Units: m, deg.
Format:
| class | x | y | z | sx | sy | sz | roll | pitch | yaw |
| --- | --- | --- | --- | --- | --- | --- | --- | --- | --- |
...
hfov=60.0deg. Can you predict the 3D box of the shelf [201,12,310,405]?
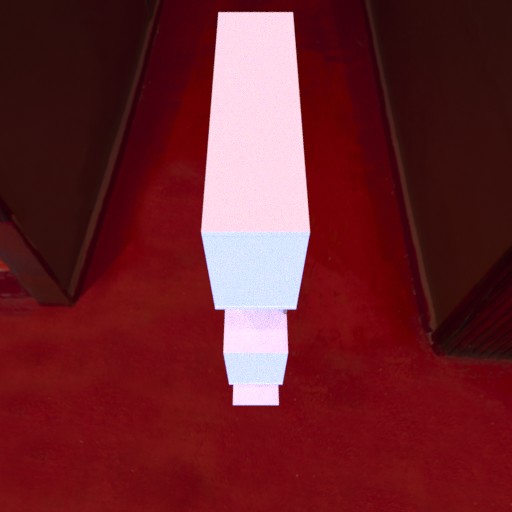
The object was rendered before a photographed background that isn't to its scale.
| class | x | y | z | sx | sy | sz | roll | pitch | yaw |
| --- | --- | --- | --- | --- | --- | --- | --- | --- | --- |
| shelf | 0.000 | 0.000 | 1.945 | 0.250 | 1.650 | 0.890 | 0 | 58 | 0 |
